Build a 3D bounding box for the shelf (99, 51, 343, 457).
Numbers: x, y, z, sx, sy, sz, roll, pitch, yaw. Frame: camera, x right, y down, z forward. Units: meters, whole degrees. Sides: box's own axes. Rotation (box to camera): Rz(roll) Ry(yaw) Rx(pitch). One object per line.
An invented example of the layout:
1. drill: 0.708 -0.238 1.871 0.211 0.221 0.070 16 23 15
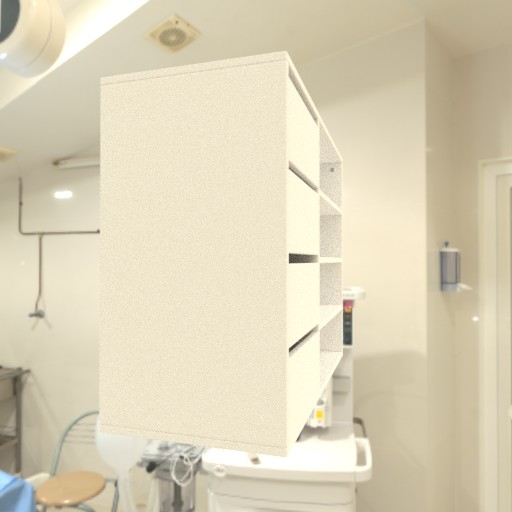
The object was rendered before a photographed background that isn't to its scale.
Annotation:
1. shelf: 0.000 0.000 1.281 0.396 0.732 0.895 0 -1 17
